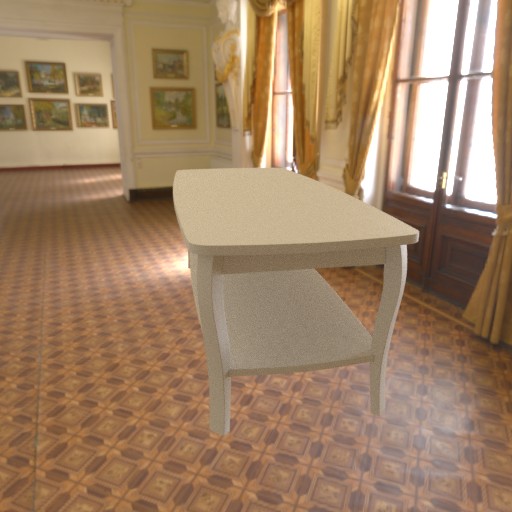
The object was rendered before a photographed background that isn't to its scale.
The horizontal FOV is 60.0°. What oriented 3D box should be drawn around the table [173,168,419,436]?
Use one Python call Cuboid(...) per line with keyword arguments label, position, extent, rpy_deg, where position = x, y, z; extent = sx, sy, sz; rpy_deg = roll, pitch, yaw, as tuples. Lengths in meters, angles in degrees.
Cuboid(label="table", position=(0.000, 0.000, 1.593), extent=(0.561, 0.474, 1.334), rpy_deg=(-3, 18, -10))
